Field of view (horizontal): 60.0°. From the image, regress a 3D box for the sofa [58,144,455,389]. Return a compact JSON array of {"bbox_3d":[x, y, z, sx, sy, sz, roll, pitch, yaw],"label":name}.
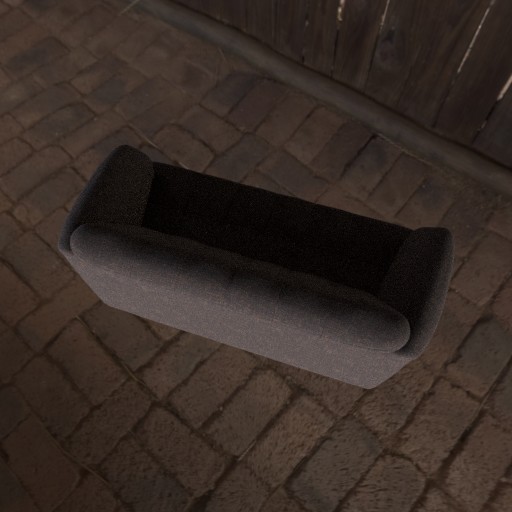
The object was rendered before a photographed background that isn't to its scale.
[{"bbox_3d":[0.000,0.000,2.309,1.849,0.790,0.887,16,63,8],"label":"sofa"}]
